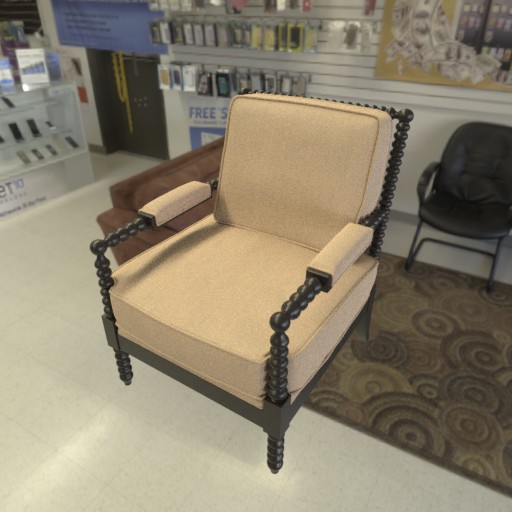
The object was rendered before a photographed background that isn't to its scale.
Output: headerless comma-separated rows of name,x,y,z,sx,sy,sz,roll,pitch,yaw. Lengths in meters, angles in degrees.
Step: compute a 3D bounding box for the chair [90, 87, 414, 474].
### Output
chair,0.000,0.000,1.166,0.555,0.703,0.657,19,36,28
